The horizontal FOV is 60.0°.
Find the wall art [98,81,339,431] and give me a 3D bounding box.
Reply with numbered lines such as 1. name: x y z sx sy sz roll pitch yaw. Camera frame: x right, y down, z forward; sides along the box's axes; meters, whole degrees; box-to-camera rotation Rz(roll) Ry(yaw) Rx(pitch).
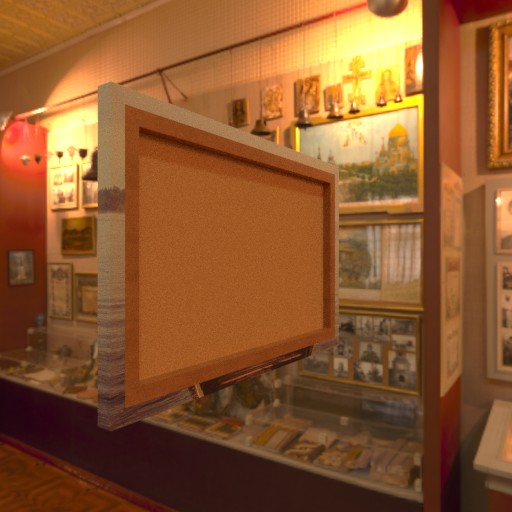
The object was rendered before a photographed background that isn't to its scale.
1. wall art: 0.000 0.000 1.149 0.037 0.609 0.916 0 0 36
